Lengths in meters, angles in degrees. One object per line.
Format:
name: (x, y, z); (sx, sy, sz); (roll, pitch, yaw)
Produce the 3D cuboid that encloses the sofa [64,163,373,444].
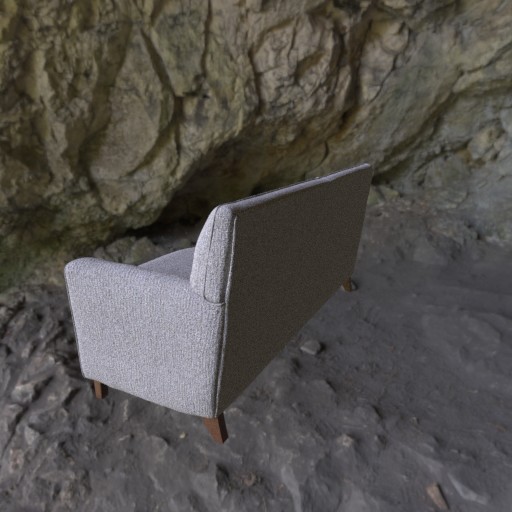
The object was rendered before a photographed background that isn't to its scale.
sofa: (0.000, 0.000, 2.540); (0.854, 0.942, 2.026); (8, 18, 26)
